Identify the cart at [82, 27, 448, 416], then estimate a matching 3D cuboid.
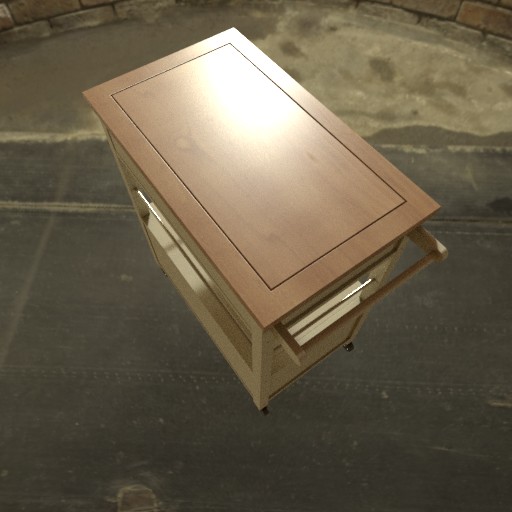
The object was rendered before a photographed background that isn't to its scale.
[{"bbox_3d":[0.000,0.000,1.382,0.459,0.901,0.840,-32,65,-17],"label":"cart"}]
